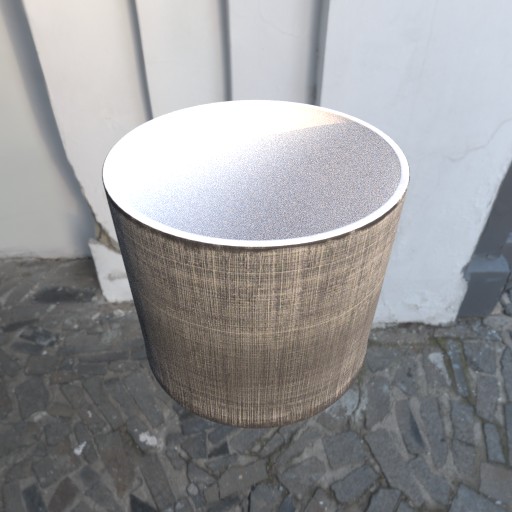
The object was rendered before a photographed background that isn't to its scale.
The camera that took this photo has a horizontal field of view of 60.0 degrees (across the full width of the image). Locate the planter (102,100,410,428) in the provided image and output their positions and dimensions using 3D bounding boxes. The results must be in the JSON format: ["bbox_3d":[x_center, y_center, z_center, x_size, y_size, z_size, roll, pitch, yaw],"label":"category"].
[{"bbox_3d":[0.000,0.000,0.315,0.178,0.157,0.178,0,40,0],"label":"planter"}]
